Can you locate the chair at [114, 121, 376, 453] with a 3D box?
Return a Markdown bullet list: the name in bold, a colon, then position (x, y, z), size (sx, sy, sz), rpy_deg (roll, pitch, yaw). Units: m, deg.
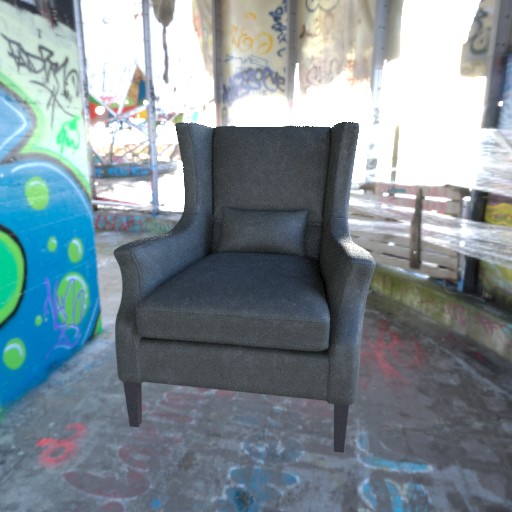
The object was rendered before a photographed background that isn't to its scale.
- **chair**: position (0.000, 0.000, 1.730), size (0.853, 1.016, 0.926), rpy_deg (3, 15, 10)
